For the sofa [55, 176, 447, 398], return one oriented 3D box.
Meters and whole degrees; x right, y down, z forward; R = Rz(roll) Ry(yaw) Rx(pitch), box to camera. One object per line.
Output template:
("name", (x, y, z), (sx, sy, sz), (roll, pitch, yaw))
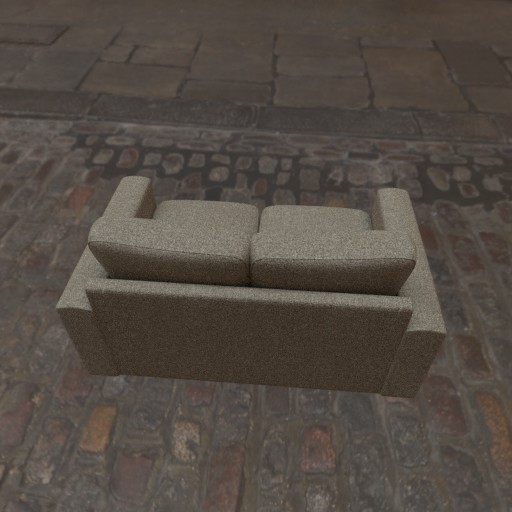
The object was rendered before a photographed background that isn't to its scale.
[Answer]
("sofa", (0.000, 0.000, 2.245), (1.616, 0.873, 1.016), (3, 44, 3))
